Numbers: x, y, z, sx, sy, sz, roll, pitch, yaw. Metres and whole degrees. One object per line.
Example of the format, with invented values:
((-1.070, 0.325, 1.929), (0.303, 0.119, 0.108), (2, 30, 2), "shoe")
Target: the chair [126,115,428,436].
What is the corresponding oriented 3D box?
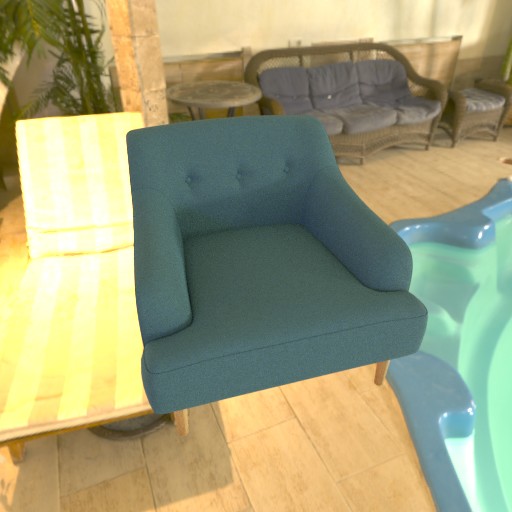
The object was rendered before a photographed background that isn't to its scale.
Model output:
((0.000, 0.000, 1.695), (0.946, 0.818, 0.951), (-9, 34, -14), "chair")
